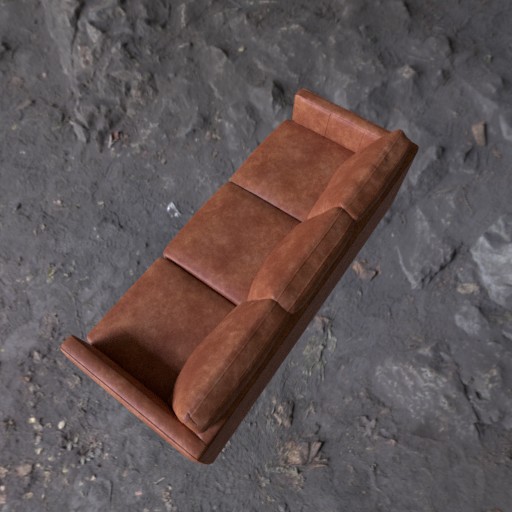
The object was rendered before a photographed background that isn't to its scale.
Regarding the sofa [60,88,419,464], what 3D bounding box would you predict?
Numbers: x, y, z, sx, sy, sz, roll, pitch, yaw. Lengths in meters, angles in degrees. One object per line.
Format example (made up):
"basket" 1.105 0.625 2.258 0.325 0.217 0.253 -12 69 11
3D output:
"sofa" 0.000 0.000 3.017 1.045 1.006 2.464 33 67 15
